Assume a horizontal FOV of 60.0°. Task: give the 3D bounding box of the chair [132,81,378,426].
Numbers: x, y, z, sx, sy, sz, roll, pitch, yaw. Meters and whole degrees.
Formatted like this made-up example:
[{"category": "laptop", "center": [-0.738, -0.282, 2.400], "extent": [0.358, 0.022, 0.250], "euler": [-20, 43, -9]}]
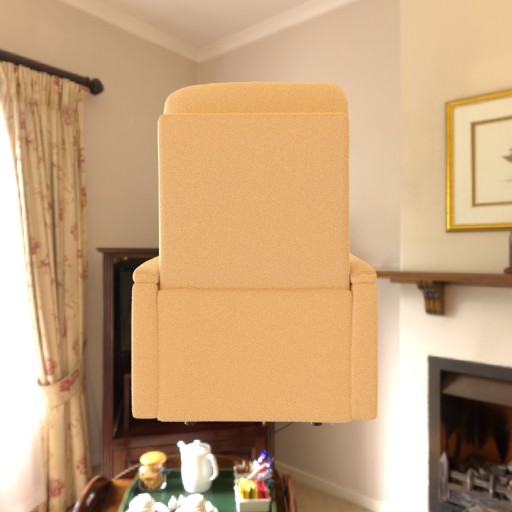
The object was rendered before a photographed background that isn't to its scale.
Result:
[{"category": "chair", "center": [0.000, 0.000, 1.664], "extent": [0.775, 1.082, 0.831], "euler": [0, 0, 1]}]
